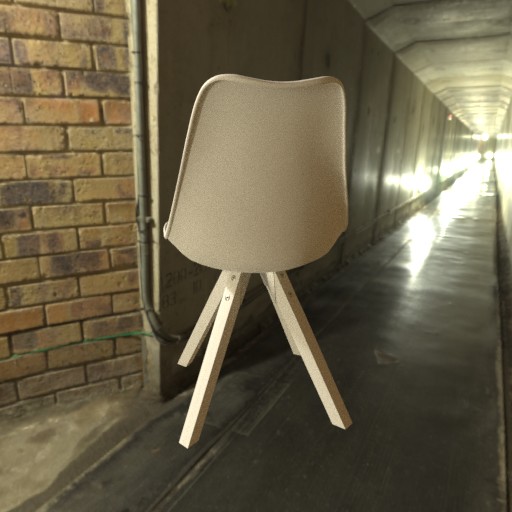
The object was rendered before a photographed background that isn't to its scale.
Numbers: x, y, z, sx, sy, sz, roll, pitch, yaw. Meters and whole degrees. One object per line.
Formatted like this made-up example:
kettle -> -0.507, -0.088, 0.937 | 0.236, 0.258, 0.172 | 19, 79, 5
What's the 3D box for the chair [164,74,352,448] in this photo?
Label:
chair -> 0.000, 0.000, 1.198 | 0.485, 0.850, 0.550 | -3, 15, -10
